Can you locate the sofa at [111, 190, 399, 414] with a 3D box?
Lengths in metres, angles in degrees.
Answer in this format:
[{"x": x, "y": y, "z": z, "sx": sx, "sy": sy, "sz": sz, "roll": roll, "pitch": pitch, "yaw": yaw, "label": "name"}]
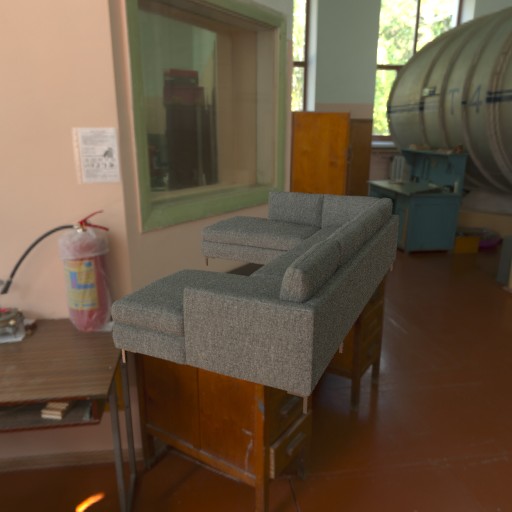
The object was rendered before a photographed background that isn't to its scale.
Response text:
[{"x": 0.000, "y": 0.000, "z": 3.656, "sx": 1.879, "sy": 0.756, "sz": 2.737, "roll": 7, "pitch": 17, "yaw": 25, "label": "sofa"}]
